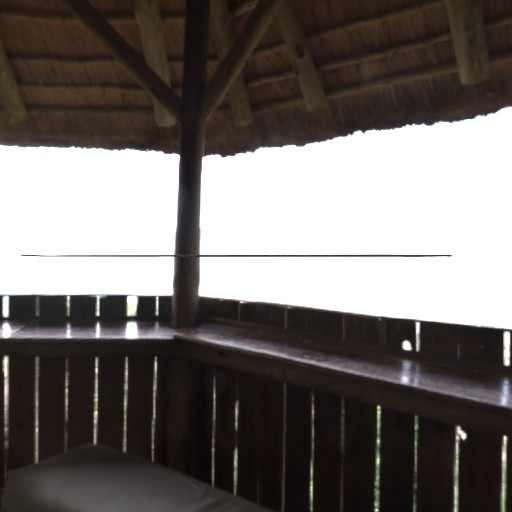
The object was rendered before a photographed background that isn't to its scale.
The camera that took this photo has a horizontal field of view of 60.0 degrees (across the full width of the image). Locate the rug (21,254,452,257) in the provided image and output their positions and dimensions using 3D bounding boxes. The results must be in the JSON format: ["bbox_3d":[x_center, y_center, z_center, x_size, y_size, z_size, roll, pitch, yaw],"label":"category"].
[{"bbox_3d":[0.000,0.000,4.237,3.228,0.024,2.443,0,0,18],"label":"rug"}]
